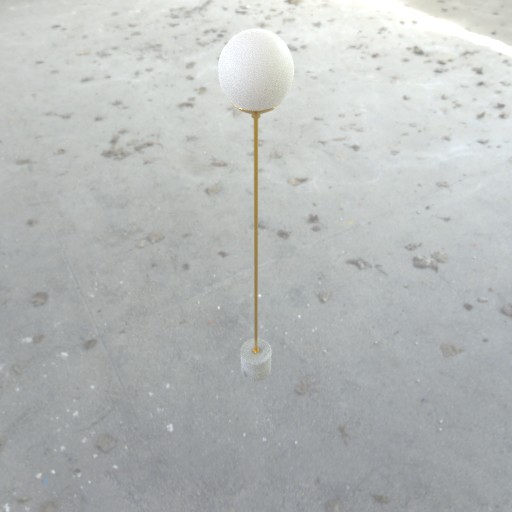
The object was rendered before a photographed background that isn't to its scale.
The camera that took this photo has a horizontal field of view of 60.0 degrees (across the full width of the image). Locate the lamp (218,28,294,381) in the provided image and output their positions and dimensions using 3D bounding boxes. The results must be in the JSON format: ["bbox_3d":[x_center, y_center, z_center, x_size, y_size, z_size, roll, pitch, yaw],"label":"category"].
[{"bbox_3d":[0.000,0.000,1.842,0.224,1.753,0.224,-23,49,-21],"label":"lamp"}]
